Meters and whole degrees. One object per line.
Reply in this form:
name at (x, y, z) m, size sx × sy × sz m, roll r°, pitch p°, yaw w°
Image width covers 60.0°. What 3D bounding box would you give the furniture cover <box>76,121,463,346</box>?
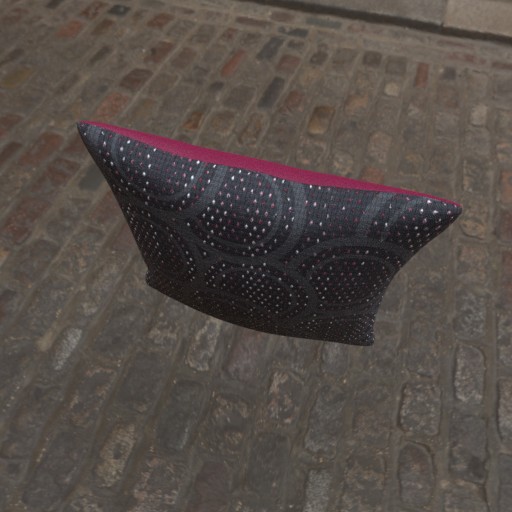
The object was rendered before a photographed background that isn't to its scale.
furniture cover at (0.000, 0.000, 0.820) m, size 0.552 × 0.509 × 0.193 m, roll 14°, pitch 60°, yaw 8°
